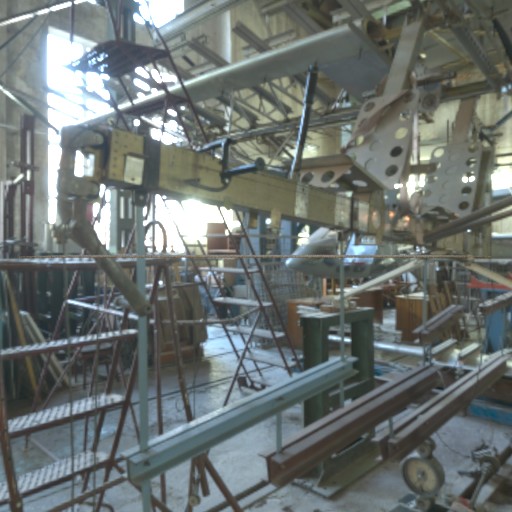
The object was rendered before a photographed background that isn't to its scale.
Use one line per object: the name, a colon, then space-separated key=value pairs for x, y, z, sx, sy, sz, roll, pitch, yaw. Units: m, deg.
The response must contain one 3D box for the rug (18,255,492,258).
rug: x=0.000 y=0.000 z=2.633 sx=2.443 sy=0.009 sz=0.706 roll=0 pitch=1 yaw=0
